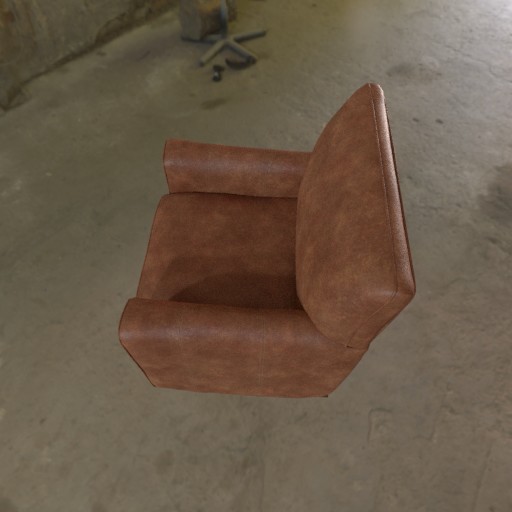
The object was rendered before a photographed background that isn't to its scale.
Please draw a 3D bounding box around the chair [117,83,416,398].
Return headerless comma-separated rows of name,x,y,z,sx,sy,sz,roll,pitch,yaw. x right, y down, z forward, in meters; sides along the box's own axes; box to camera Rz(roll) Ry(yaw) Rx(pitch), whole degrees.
chair,0.000,0.000,1.647,0.823,0.943,0.870,3,56,2
